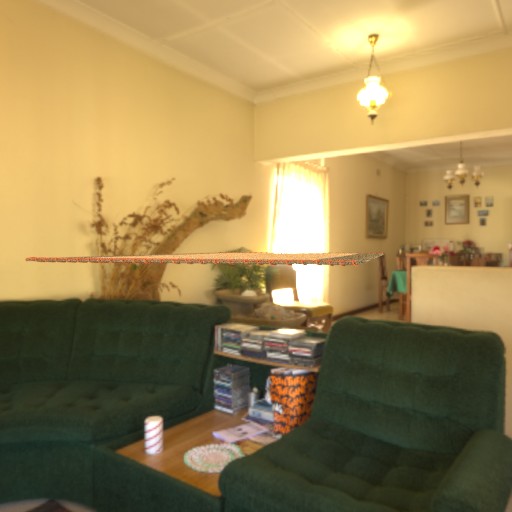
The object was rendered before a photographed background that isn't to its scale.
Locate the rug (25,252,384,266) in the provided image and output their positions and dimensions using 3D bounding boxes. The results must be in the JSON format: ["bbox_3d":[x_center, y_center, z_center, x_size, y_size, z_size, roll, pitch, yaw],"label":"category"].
[{"bbox_3d":[0.000,0.000,2.302,1.220,0.019,1.838,0,1,18],"label":"rug"}]
